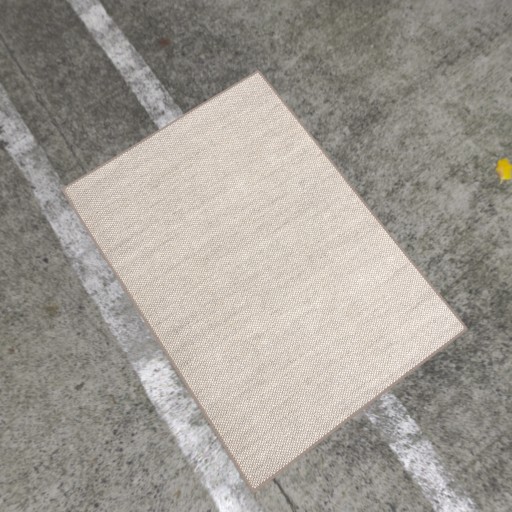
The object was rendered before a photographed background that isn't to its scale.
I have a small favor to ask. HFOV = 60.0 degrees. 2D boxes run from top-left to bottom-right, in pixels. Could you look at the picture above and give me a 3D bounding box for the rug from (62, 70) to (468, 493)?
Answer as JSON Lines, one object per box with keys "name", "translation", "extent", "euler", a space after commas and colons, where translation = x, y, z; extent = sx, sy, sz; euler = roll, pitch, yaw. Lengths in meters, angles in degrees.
{"name": "rug", "translation": [0.000, 0.000, 2.664], "extent": [1.517, 0.013, 2.115], "euler": [-34, 78, -8]}
